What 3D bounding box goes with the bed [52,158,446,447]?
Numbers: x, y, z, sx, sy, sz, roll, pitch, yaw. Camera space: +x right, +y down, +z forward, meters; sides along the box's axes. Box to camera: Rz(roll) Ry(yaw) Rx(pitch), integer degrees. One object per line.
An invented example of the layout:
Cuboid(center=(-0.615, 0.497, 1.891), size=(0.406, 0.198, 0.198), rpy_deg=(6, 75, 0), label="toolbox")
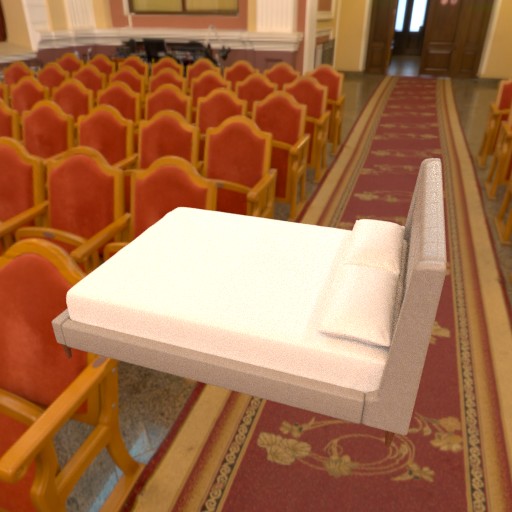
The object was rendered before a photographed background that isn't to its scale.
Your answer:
Cuboid(center=(0.000, 0.000, 3.079), size=(2.232, 1.147, 1.656), rpy_deg=(10, 30, 17), label="bed")
